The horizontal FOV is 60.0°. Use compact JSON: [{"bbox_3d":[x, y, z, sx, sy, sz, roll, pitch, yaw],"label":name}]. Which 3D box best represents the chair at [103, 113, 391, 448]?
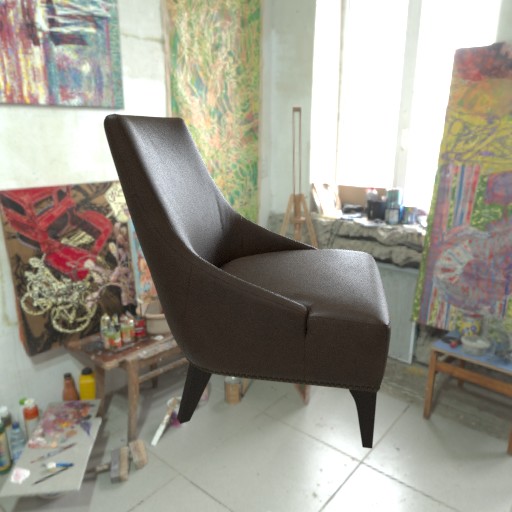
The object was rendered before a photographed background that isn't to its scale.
[{"bbox_3d":[0.000,0.000,1.498,0.861,0.909,0.701,3,16,10],"label":"chair"}]
